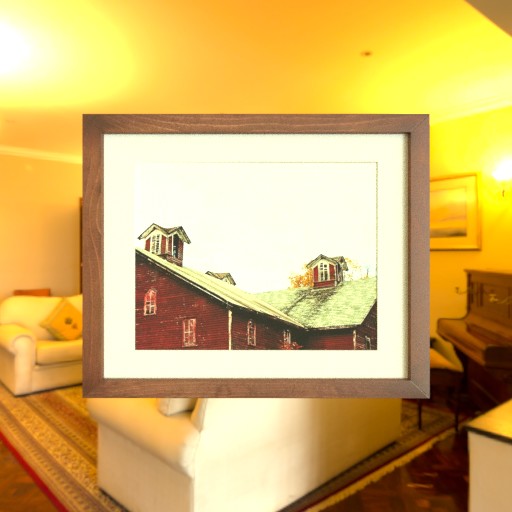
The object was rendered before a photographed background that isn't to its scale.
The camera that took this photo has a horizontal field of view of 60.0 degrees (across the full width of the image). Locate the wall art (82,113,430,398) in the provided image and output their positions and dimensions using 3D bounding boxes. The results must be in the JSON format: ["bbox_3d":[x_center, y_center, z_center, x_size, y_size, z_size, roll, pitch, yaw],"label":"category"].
[{"bbox_3d":[0.000,0.000,0.526,0.401,0.328,0.030,0,0,0],"label":"wall art"}]
